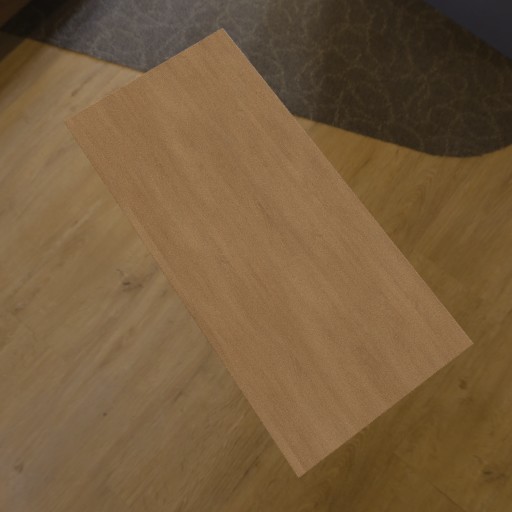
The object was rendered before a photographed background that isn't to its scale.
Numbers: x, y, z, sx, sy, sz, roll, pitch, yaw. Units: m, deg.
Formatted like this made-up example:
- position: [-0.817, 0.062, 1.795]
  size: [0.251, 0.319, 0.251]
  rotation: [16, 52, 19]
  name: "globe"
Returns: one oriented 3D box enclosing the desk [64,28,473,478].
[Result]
- position: [0.000, 0.000, 1.682]
  size: [0.600, 0.770, 1.251]
  rotation: [-34, 79, -8]
  name: "desk"
